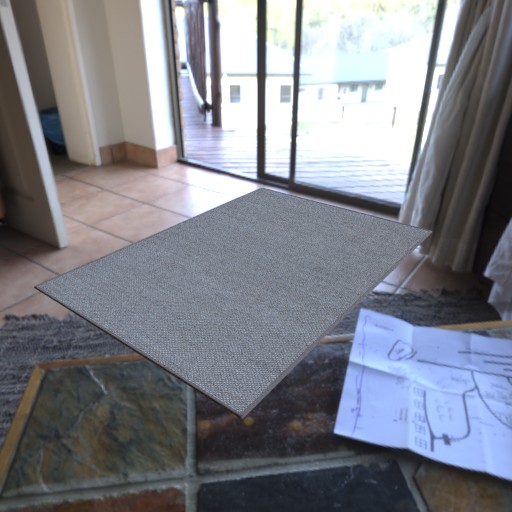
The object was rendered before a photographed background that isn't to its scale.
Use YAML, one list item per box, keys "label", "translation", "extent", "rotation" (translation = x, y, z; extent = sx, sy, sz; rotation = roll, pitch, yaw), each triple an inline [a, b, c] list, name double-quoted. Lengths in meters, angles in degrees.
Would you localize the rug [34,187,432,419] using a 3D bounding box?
- label: "rug"
  translation: [0.000, 0.000, 2.801]
  extent: [1.517, 0.013, 2.115]
  rotation: [20, 34, 33]
